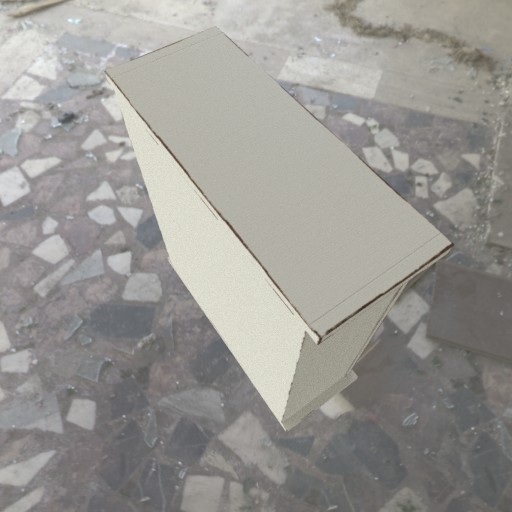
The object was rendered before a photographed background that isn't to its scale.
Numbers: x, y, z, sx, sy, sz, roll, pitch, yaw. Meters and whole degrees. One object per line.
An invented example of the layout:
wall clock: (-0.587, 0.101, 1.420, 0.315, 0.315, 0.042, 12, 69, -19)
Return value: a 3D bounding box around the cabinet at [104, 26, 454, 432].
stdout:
cabinet: (0.000, 0.000, 0.878, 0.210, 0.603, 0.541, -31, 64, -17)
